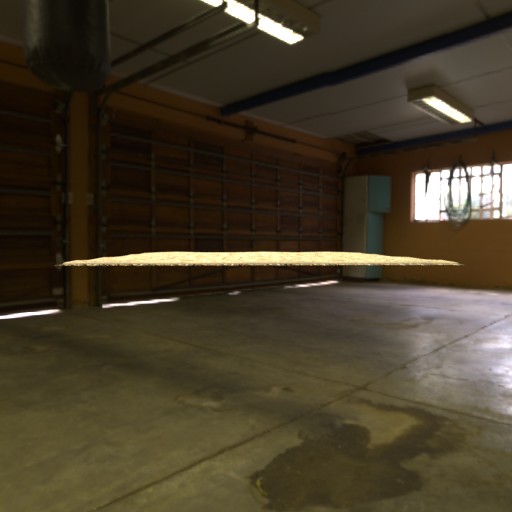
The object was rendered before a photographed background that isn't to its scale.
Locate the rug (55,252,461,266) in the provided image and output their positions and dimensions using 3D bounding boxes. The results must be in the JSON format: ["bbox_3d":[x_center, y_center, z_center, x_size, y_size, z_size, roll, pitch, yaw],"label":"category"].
[{"bbox_3d":[0.000,0.000,4.102,2.426,0.034,3.061,0,2,-2],"label":"rug"}]
